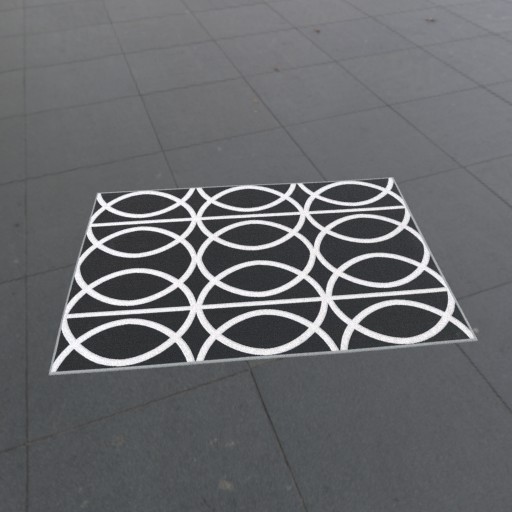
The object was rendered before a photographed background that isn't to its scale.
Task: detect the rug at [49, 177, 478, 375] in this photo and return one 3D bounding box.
[{"bbox_3d":[0.000,0.000,2.865,2.290,0.014,1.526,-4,46,-4],"label":"rug"}]
